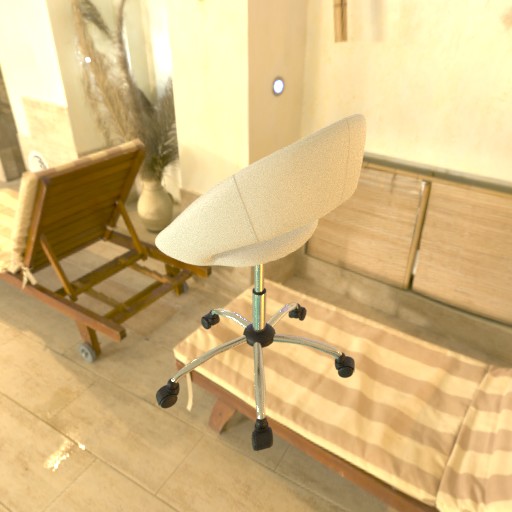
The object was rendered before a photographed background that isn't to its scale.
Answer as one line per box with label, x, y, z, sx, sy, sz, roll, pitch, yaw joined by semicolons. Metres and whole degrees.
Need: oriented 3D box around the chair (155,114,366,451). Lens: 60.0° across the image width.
chair;0.000;0.000;1.194;0.538;0.791;0.612;21;36;31
